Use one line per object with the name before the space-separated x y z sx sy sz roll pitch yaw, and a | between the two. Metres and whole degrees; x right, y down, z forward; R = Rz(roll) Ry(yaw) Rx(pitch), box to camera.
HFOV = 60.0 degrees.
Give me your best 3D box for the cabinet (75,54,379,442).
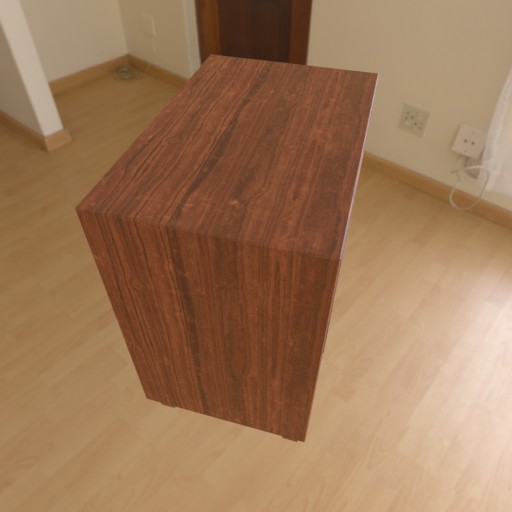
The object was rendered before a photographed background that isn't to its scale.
cabinet | 0.000 0.000 1.083 0.410 0.695 0.607 11 47 11
